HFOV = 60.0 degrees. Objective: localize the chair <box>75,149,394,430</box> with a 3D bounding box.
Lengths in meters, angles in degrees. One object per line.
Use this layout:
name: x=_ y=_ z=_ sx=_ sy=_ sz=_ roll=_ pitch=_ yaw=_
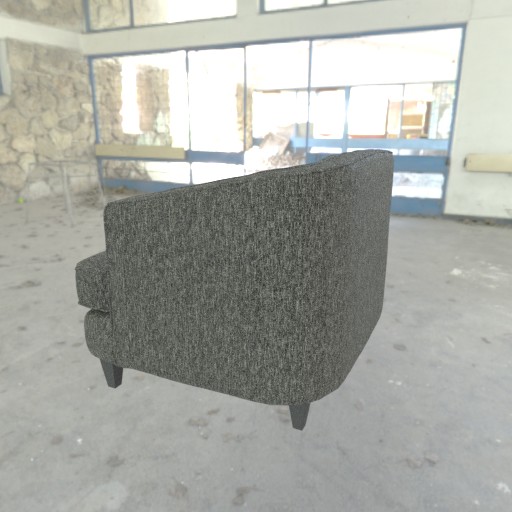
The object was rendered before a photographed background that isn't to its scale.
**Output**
chair: x=0.000 y=0.000 z=1.801 sx=0.941 sy=0.852 sz=1.104 roll=8 pitch=18 yaw=25
